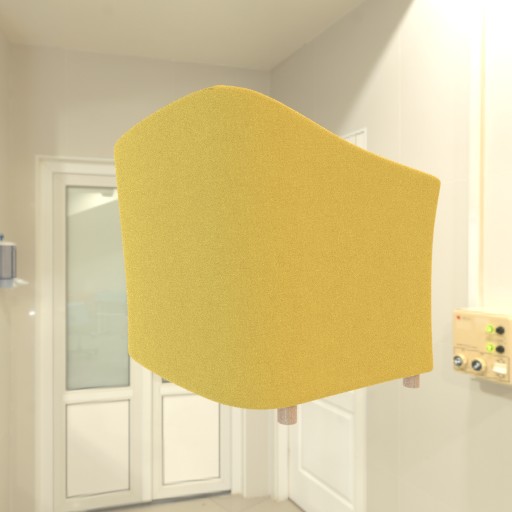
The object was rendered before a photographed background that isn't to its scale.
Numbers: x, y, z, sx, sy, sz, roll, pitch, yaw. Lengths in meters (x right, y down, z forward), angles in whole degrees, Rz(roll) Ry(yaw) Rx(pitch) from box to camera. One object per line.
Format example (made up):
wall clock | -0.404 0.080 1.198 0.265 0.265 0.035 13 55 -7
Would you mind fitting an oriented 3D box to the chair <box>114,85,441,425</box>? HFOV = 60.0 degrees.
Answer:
chair | 0.000 0.000 1.328 0.700 0.720 0.790 0 0 -36
